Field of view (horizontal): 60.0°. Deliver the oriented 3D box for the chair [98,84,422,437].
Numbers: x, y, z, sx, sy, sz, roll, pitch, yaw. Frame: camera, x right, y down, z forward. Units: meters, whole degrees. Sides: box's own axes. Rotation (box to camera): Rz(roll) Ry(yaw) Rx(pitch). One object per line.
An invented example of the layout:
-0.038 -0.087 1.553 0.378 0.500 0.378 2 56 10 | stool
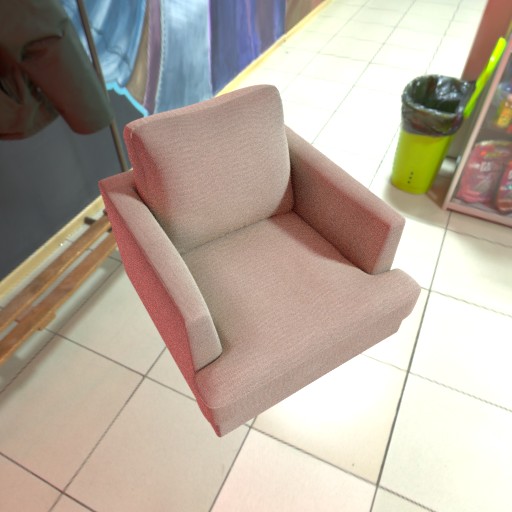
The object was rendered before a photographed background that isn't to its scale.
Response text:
0.000 0.000 1.649 0.858 0.957 0.899 -24 51 -21 | chair
